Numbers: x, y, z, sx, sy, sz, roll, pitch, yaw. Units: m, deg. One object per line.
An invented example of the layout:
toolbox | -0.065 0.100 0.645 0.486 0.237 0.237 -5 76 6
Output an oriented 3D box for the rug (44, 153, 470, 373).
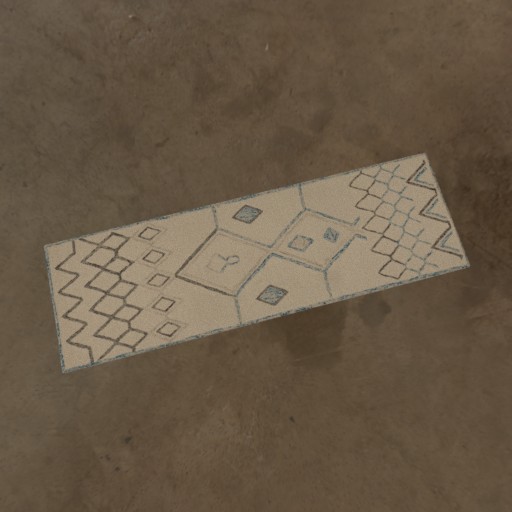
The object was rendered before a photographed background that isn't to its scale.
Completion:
rug | 0.000 0.000 2.652 2.434 0.013 0.770 -14 76 -4
